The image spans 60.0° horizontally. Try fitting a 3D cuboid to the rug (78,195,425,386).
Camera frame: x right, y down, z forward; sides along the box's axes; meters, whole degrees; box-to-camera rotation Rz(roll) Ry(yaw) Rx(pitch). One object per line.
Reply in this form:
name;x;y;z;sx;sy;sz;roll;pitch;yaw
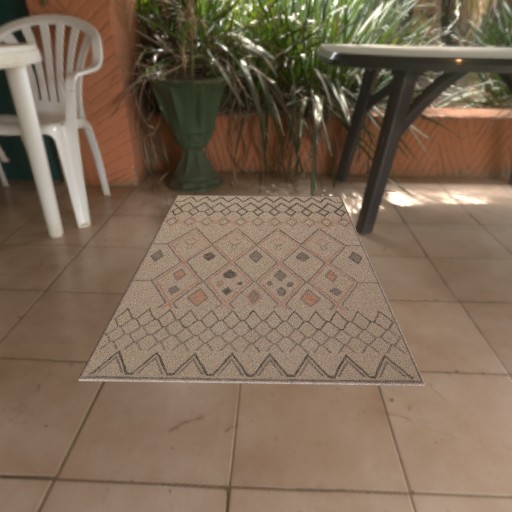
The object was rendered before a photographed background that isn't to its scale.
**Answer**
rug;0.000;0.000;3.025;1.524;0.015;2.438;1;27;1
